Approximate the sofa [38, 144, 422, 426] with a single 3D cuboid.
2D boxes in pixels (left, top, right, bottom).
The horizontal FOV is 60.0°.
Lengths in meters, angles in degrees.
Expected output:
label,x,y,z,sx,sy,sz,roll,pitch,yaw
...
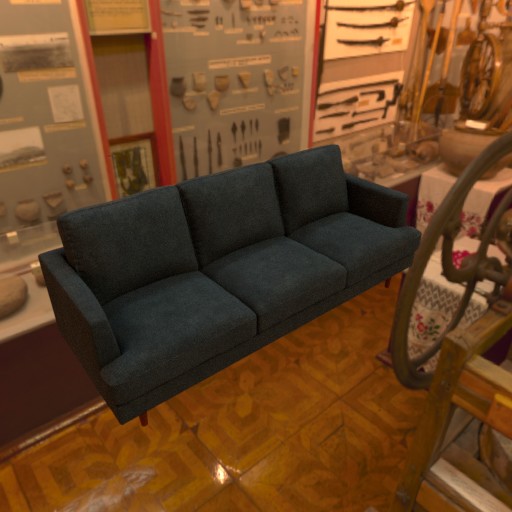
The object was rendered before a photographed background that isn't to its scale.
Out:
label,x,y,z,sx,sy,sz,roll,pitch,yaw
sofa,0.000,0.000,2.714,2.246,0.930,0.903,-22,37,-33
